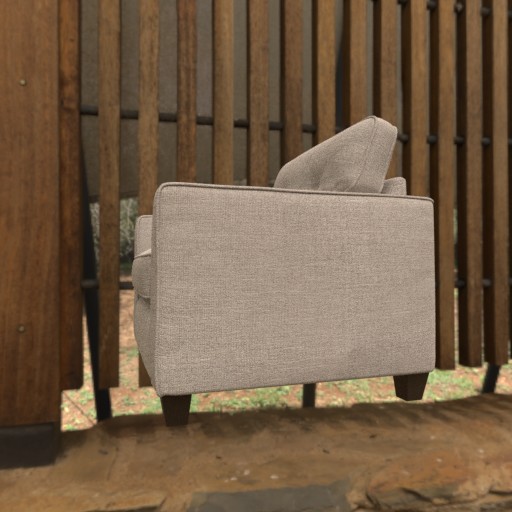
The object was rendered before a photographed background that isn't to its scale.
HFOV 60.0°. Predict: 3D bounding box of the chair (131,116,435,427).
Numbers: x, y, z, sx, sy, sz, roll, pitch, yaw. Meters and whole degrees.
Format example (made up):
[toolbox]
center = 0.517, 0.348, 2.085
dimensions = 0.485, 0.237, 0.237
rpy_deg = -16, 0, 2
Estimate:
[chair]
center = 0.000, 0.000, 1.775
dimensions = 0.939, 0.965, 1.015
rpy_deg = 0, -1, -18
